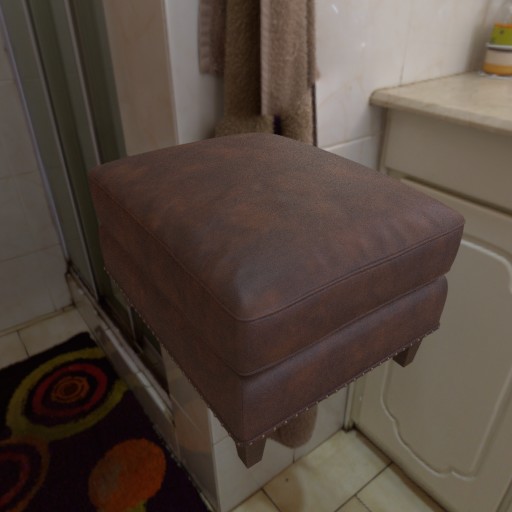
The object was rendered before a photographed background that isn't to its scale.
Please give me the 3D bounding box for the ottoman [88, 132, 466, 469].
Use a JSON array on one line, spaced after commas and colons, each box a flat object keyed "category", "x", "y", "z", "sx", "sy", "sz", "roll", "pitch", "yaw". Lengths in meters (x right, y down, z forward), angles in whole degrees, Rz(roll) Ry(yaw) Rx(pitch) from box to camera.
[{"category": "ottoman", "x": 0.000, "y": 0.000, "z": 1.121, "sx": 0.586, "sy": 0.486, "sz": 0.742, "roll": -20, "pitch": 37, "yaw": -29}]
